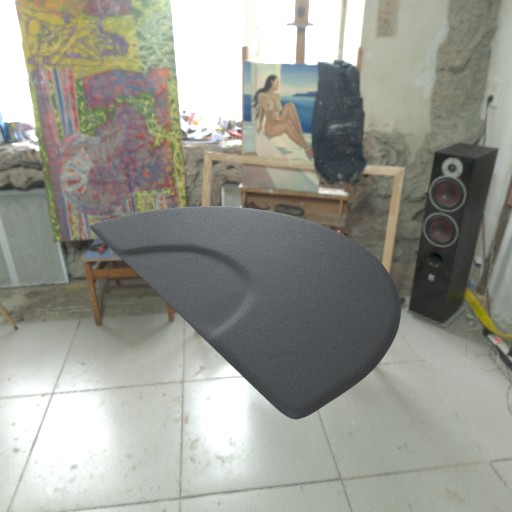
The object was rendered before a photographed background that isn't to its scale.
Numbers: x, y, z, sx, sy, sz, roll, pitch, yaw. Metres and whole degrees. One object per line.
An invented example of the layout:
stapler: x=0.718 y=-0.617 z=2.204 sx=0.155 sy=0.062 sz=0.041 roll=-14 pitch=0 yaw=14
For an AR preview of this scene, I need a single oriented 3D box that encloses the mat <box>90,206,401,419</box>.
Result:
mat: x=0.000 y=0.000 z=1.854 sx=0.917 sy=0.016 sz=1.525 roll=-19 pitch=33 yaw=-32
